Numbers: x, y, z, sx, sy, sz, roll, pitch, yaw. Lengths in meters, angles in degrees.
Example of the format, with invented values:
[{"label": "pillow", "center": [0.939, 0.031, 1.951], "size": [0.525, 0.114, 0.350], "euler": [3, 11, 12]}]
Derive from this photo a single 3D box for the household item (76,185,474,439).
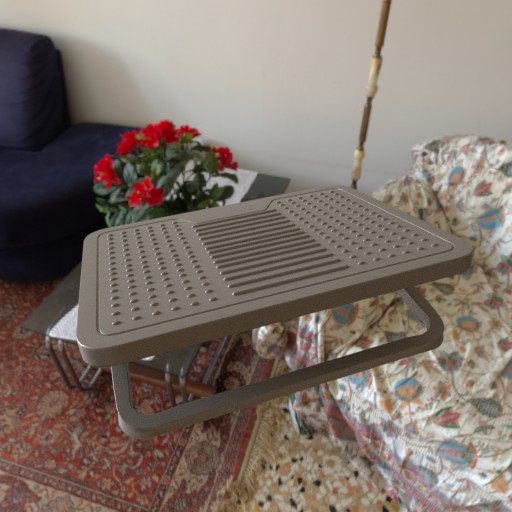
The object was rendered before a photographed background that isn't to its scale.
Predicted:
[{"label": "household item", "center": [0.000, 0.000, 0.526], "size": [0.390, 0.126, 0.301], "euler": [-13, 42, -14]}]
